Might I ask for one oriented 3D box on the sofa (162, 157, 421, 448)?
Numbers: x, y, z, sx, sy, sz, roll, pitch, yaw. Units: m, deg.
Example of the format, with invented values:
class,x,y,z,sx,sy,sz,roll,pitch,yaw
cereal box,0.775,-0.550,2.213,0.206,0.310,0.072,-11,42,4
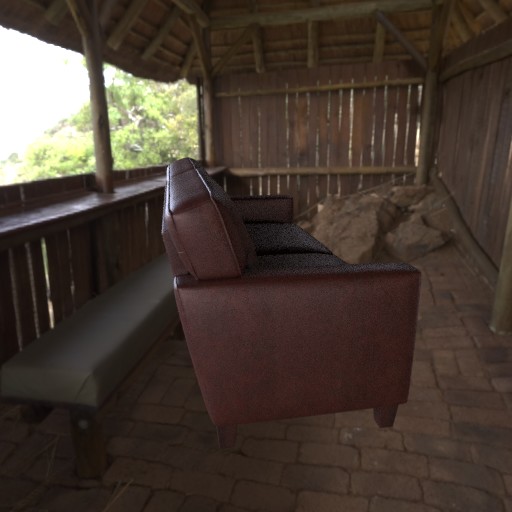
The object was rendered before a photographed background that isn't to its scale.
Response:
class,x,y,z,sx,sy,sz,roll,pitch,yaw
sofa,0.000,0.000,2.341,0.912,0.928,1.876,-3,17,-10
